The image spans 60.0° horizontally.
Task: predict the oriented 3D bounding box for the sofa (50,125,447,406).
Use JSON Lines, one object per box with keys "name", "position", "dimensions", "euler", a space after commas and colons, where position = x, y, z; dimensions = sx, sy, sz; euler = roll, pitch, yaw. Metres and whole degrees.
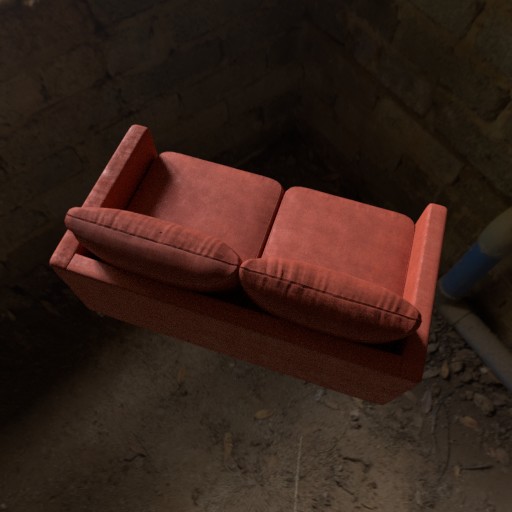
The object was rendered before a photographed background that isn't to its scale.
{"name": "sofa", "position": [0.000, 0.000, 2.122], "dimensions": [1.574, 0.896, 0.864], "euler": [16, 64, 8]}
